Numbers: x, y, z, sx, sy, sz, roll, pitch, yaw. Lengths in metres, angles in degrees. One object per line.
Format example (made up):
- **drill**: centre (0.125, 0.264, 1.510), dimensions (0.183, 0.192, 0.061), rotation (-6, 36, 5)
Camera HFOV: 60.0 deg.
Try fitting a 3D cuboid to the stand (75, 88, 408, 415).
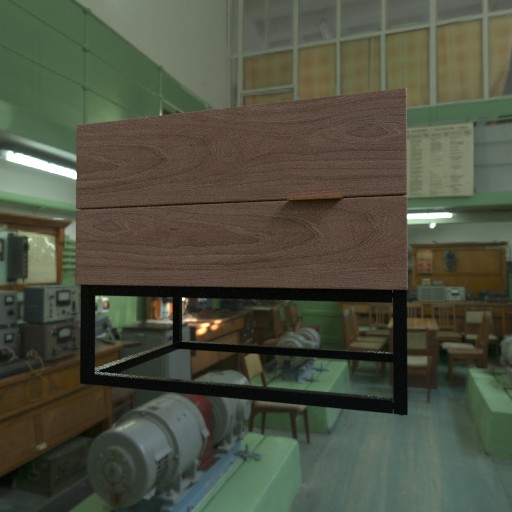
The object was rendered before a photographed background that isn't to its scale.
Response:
- **stand**: centre (0.000, 0.000, 0.942), dimensions (0.600, 0.500, 0.420), rotation (0, -1, 17)
